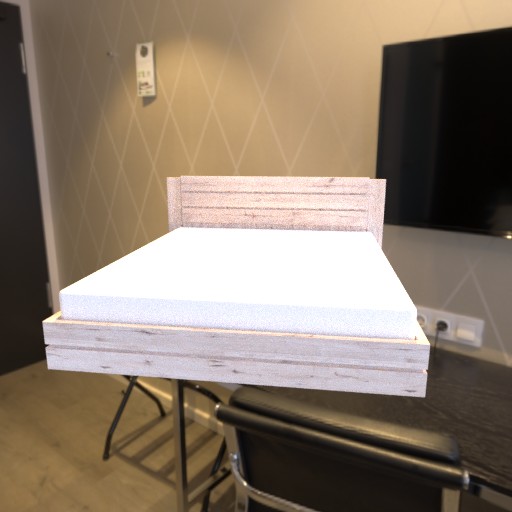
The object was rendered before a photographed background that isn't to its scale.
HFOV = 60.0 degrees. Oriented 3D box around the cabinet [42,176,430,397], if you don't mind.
[{"bbox_3d":[0.000,0.000,3.064,1.950,0.970,2.080,2,13,8],"label":"cabinet"}]
